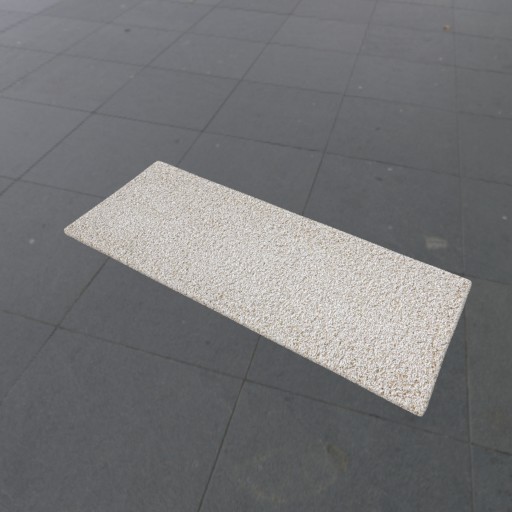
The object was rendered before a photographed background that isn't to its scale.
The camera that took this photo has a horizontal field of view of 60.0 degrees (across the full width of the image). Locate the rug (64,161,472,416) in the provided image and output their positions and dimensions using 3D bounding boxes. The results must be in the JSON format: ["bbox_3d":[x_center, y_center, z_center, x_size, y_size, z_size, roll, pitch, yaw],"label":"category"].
[{"bbox_3d":[0.000,0.000,1.755,1.524,0.030,0.609,24,50,22],"label":"rug"}]
